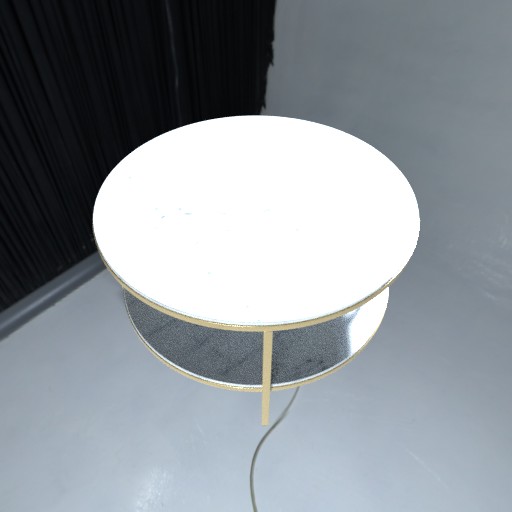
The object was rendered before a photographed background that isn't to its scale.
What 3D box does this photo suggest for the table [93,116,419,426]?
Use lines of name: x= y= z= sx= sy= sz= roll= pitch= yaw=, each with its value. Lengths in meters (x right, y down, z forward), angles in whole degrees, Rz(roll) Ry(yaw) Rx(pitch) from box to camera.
table: x=0.000 y=0.000 z=1.275 sx=0.800 sy=0.450 sz=0.800 roll=0 pitch=46 yaw=0
